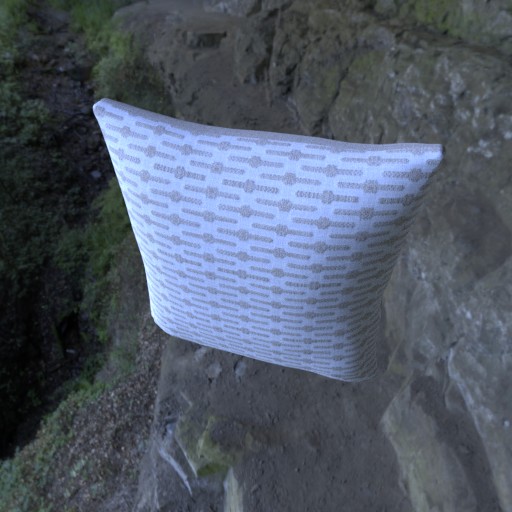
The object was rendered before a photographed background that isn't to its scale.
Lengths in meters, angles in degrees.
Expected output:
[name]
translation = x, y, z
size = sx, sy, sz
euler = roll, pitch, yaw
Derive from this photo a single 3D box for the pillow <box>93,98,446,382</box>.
[pillow]
translation = 0.000, 0.000, 0.763
size = 0.496, 0.491, 0.219
euler = 12, 41, 14
